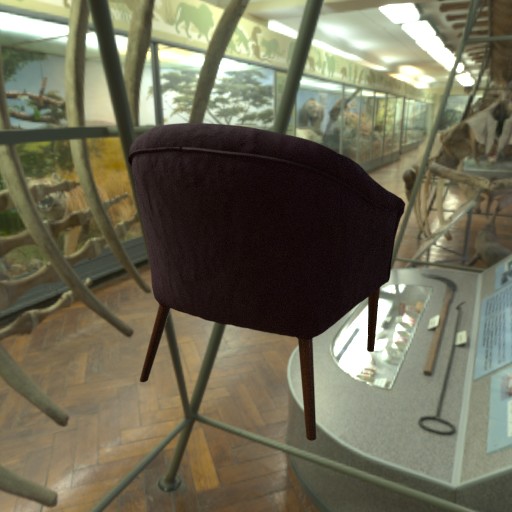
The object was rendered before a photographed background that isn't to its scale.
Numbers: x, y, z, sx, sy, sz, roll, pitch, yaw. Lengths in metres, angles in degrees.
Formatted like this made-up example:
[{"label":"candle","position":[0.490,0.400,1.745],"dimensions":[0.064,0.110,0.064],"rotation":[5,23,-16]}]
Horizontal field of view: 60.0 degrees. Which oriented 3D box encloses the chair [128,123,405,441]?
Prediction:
[{"label":"chair","position":[0.000,0.000,1.532],"dimensions":[0.851,0.885,0.776],"rotation":[9,19,27]}]
